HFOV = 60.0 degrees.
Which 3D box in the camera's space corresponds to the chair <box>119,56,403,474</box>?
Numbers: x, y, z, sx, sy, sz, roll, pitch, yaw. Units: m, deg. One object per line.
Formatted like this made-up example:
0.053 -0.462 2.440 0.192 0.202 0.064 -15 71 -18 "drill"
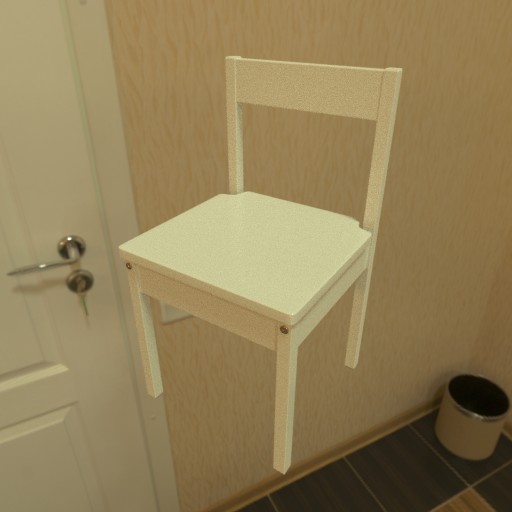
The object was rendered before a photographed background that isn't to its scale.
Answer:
0.000 0.000 0.866 0.367 0.668 0.361 18 35 29 "chair"
